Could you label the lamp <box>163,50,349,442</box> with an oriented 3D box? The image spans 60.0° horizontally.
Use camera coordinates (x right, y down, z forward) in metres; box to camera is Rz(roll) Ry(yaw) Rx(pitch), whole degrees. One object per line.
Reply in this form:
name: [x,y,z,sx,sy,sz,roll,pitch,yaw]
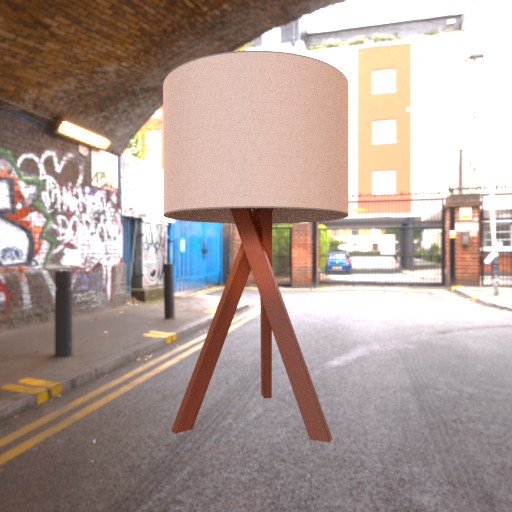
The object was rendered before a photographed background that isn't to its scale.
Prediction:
lamp: [0.000,0.000,0.928,0.380,0.686,0.380,0,0,-37]
